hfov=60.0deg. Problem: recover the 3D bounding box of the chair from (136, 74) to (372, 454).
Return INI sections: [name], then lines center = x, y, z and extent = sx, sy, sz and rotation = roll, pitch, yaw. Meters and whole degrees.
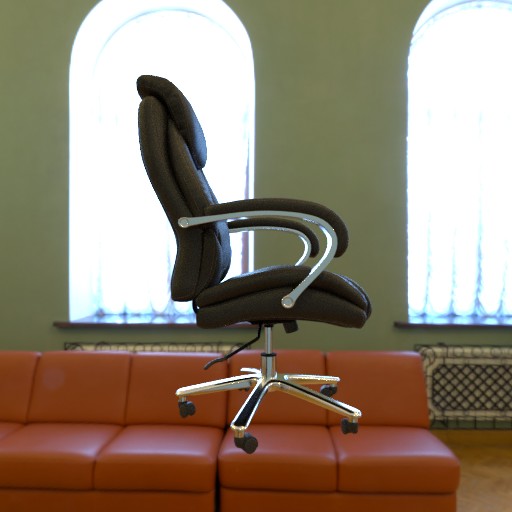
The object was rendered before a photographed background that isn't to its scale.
[chair]
center = 0.000, 0.000, 1.648
extent = 0.790, 1.183, 0.755
rotation = 0, 0, 1
